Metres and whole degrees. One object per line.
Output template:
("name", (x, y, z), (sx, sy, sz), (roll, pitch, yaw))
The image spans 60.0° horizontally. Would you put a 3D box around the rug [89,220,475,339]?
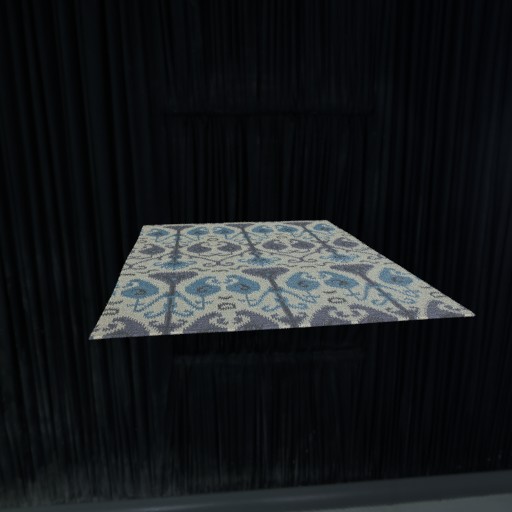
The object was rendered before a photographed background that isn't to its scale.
("rug", (0.000, 0.000, 2.952), (1.676, 0.013, 2.261), (-2, 16, -8))
